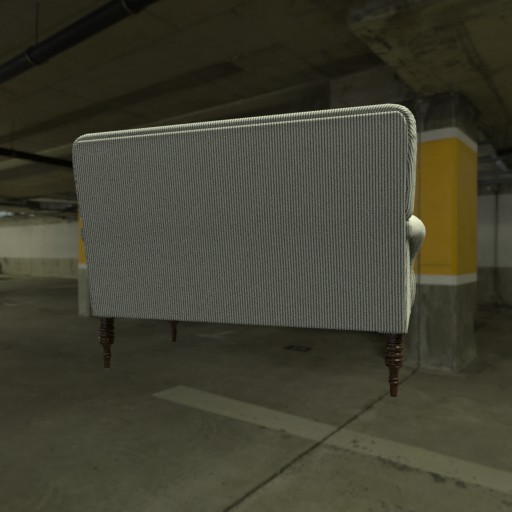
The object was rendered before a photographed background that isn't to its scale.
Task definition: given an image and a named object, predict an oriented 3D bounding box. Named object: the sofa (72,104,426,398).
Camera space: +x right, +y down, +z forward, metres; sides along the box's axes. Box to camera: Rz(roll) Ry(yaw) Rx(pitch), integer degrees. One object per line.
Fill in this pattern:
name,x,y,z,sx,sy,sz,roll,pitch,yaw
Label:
sofa,0.000,0.000,1.798,1.297,0.889,0.779,0,1,18
